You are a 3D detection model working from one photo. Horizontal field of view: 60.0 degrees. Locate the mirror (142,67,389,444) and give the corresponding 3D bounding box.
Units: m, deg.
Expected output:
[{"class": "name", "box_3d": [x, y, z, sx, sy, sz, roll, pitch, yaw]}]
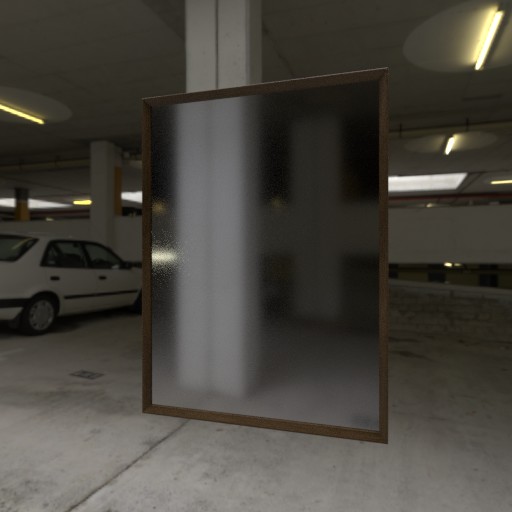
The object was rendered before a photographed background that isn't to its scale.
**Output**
[{"class": "mirror", "box_3d": [0.000, 0.000, 1.332, 0.762, 1.016, 0.041, 0, 0, 18]}]
